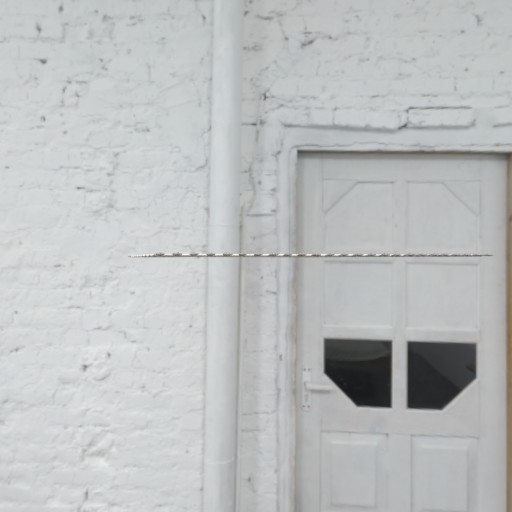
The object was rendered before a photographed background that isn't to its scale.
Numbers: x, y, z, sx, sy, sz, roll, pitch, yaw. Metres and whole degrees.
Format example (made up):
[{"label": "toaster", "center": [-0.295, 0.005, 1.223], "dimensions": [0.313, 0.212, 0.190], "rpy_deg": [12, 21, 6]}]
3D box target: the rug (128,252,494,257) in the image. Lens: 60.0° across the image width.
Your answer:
[{"label": "rug", "center": [0.000, 0.000, 2.978], "dimensions": [1.563, 0.014, 2.425], "rpy_deg": [0, 0, -18]}]
